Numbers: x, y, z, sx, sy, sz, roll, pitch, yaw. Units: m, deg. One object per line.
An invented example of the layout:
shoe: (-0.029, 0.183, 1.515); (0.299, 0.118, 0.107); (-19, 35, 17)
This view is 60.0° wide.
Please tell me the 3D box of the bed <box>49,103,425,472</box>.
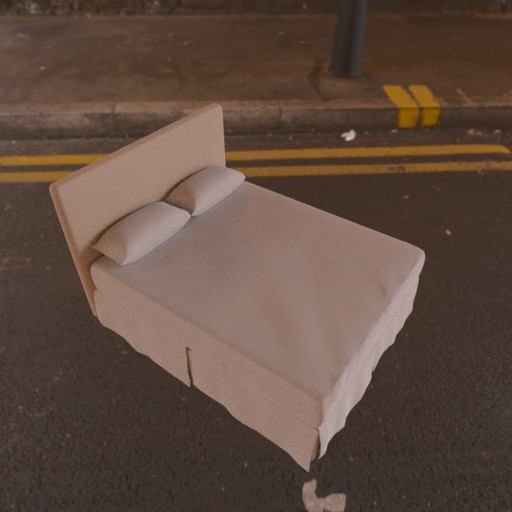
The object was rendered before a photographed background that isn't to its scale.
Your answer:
bed: (0.000, 0.000, 3.309); (2.142, 1.330, 1.748); (25, 47, 26)
